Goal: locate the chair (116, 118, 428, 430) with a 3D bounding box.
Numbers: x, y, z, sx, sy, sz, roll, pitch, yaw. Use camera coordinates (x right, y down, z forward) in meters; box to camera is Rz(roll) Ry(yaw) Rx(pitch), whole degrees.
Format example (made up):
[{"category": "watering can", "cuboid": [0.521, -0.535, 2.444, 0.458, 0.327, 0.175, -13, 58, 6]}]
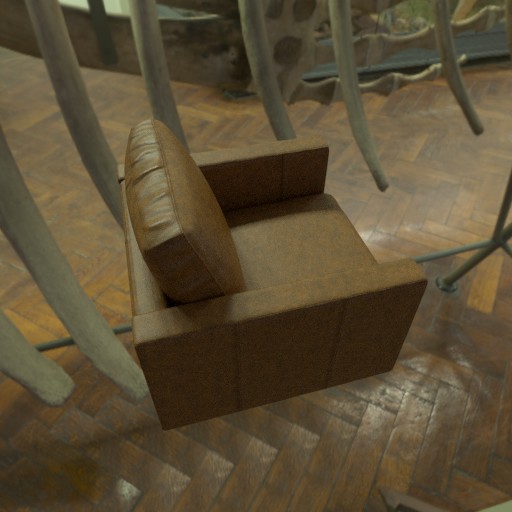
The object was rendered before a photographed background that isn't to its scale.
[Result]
[{"category": "chair", "cuboid": [0.000, 0.000, 1.691, 0.909, 0.956, 0.890, -11, 46, -11]}]
